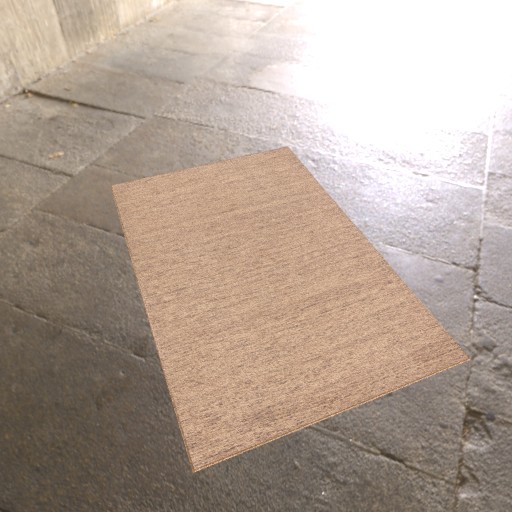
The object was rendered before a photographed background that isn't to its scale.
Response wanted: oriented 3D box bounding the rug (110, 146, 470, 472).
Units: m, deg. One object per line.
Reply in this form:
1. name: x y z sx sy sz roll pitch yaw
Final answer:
1. rug: 0.000 0.000 2.329 1.225 0.013 1.840 -16 47 -15
